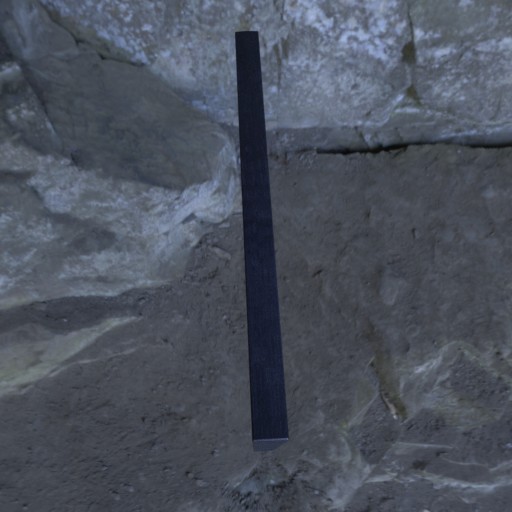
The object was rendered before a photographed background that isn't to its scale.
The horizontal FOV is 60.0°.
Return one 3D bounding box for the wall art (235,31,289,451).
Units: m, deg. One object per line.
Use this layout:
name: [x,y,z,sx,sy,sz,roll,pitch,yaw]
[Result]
wall art: [0.000,0.000,0.767,0.038,0.409,0.610,-3,65,-1]
